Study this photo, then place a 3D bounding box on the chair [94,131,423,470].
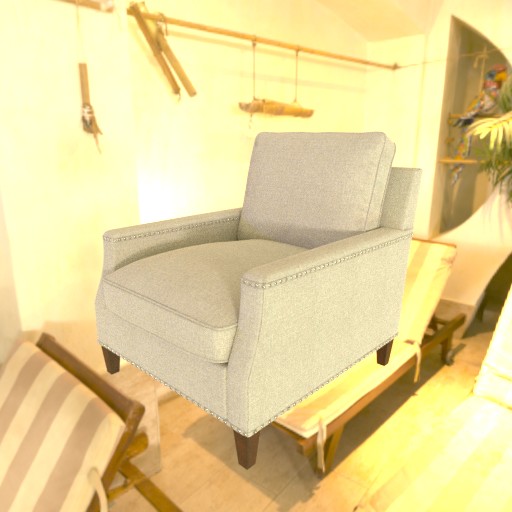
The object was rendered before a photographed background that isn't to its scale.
[{"bbox_3d":[0.000,0.000,1.732,0.853,0.943,1.014,14,21,42],"label":"chair"}]
